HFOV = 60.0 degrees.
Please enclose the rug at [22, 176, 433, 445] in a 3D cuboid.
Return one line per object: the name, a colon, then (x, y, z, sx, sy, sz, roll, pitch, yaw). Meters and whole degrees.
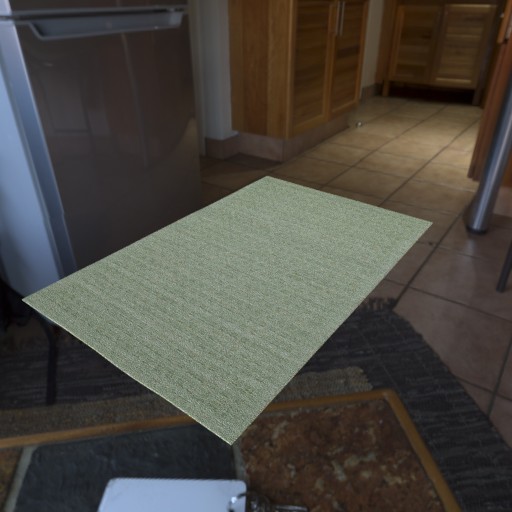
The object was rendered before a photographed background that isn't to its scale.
rug: (0.000, 0.000, 2.162, 1.143, 0.006, 1.747, 22, 38, 31)
